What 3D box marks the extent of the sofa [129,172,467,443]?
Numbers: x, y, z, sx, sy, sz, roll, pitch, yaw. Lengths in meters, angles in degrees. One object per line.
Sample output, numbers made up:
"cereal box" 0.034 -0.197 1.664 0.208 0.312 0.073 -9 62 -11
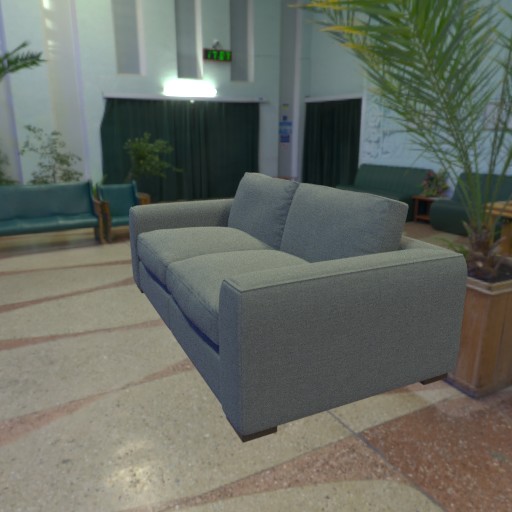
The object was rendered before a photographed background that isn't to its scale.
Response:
"sofa" 0.000 0.000 2.462 1.069 0.800 1.920 -7 17 -25
